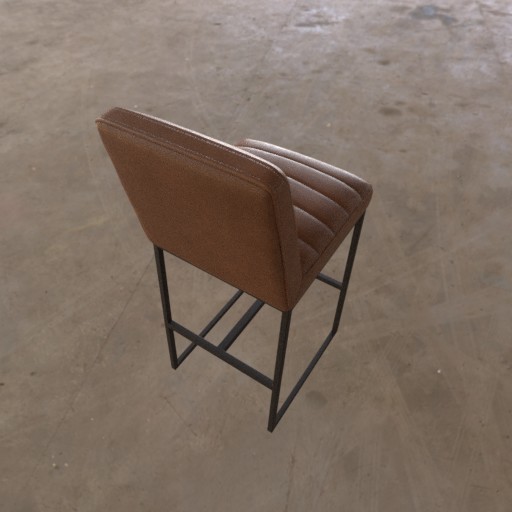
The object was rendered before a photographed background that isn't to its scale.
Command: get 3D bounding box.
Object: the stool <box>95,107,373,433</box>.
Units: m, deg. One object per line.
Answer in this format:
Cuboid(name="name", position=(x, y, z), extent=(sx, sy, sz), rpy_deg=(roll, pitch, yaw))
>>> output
Cuboid(name="stool", position=(0.000, 0.000, 1.316), extent=(0.458, 1.040, 0.556), rpy_deg=(26, 51, 23))
